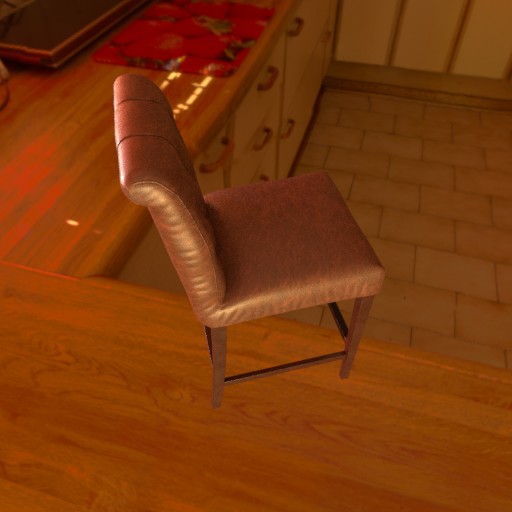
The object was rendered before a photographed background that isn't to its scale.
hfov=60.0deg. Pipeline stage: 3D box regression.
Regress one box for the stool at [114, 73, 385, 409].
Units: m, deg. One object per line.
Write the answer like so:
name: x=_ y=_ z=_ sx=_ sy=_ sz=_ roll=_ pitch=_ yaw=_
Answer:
stool: x=0.000 y=0.000 z=1.431 sx=0.660 sy=1.084 sz=0.486 roll=-10 pitch=48 yaw=-9
